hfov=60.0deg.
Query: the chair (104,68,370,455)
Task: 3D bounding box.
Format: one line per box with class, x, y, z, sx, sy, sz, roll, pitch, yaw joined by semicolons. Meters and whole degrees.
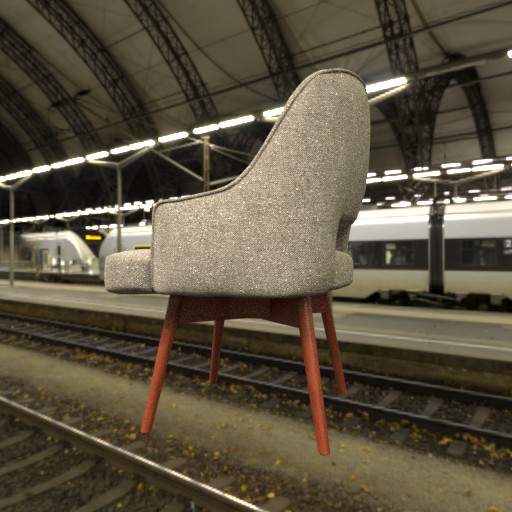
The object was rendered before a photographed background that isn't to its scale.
chair;0.000;0.000;1.259;0.629;0.875;0.608;0;0;16
